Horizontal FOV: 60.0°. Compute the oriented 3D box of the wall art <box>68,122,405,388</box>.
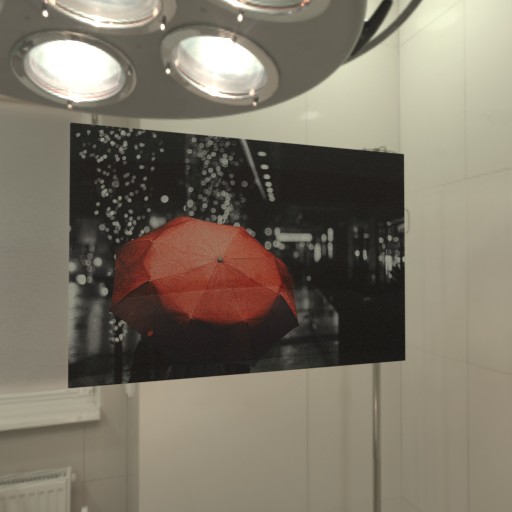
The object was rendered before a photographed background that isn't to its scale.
[{"bbox_3d":[0.000,0.000,1.176,0.914,0.609,0.038,0,-1,-19],"label":"wall art"}]
